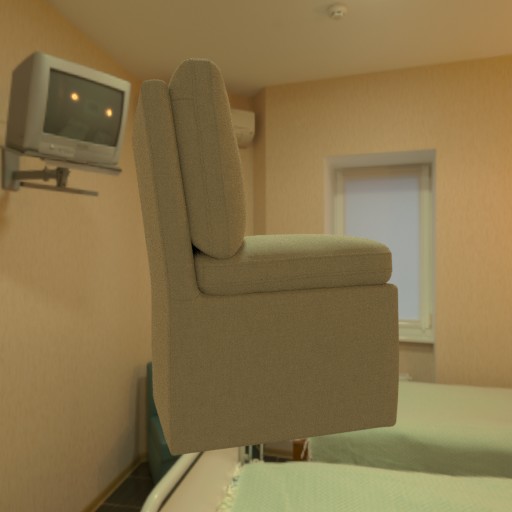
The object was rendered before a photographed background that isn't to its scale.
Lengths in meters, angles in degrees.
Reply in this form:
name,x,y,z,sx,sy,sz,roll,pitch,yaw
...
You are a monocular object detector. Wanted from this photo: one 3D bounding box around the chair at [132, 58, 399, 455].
name,x,y,z,sx,sy,sz,roll,pitch,yaw
chair,0.000,0.000,1.317,0.698,0.927,0.503,0,0,-18
